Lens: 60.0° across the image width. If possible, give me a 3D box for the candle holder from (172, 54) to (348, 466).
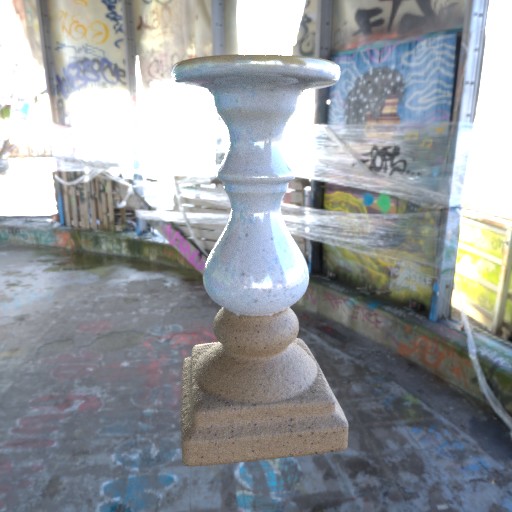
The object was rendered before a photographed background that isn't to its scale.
[{"bbox_3d":[0.000,0.000,0.302,0.110,0.239,0.110,-2,16,-8],"label":"candle holder"}]
